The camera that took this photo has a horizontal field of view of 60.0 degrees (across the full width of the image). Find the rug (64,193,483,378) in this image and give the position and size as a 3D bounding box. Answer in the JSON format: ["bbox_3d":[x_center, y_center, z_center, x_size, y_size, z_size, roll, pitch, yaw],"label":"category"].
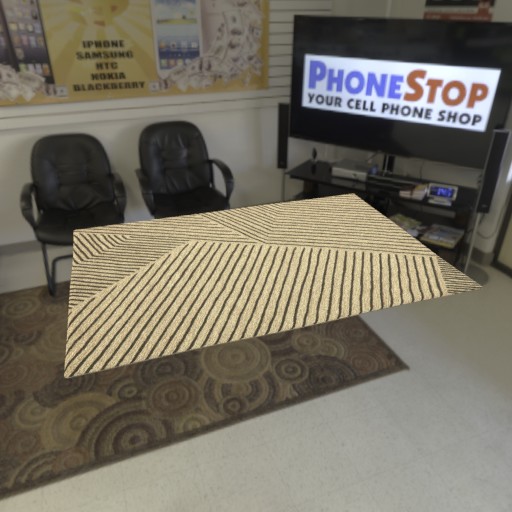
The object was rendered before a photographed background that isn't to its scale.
[{"bbox_3d":[0.000,0.000,2.333,1.842,0.019,1.237,-9,31,-16],"label":"rug"}]
